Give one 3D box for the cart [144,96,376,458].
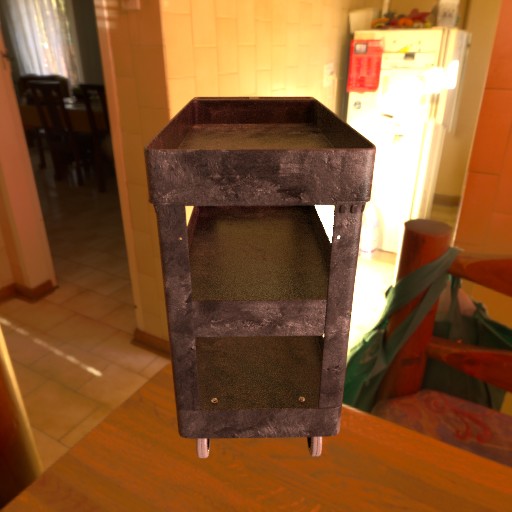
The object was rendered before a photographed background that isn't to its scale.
[{"bbox_3d":[0.000,0.000,1.336,0.420,0.824,0.877,0,25,-1],"label":"cart"}]
